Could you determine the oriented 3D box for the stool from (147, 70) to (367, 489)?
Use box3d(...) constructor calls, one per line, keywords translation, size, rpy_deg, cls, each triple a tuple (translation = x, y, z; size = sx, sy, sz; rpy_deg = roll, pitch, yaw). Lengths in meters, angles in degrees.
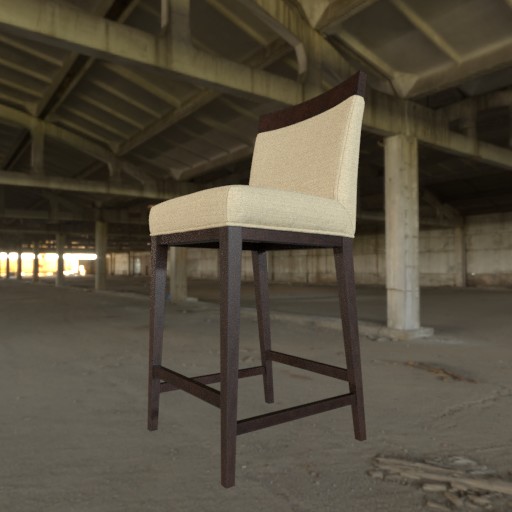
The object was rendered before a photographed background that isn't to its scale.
box3d(translation=(0.000, 0.000, 1.403), size=(0.531, 1.117, 0.511), rpy_deg=(1, -2, -36), cls="stool")
